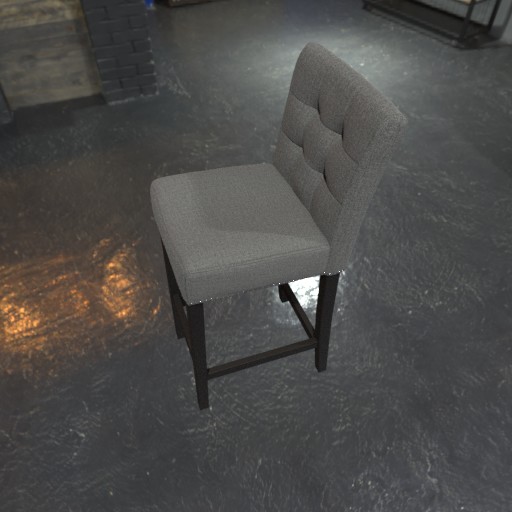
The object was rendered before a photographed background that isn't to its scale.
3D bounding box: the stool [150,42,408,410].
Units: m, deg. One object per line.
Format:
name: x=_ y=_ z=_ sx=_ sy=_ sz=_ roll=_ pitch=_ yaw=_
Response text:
stool: x=0.000 y=0.000 z=1.337 sx=0.548 sy=1.047 sz=0.411 roll=-16 pitch=49 yaw=-14
